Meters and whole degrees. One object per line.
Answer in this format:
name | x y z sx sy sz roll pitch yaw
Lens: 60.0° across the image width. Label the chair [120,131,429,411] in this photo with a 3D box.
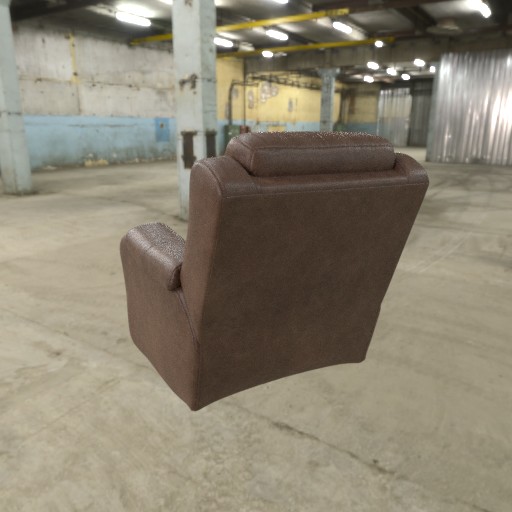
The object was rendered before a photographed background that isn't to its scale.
chair | 0.000 0.000 1.836 0.940 0.990 1.067 -8 17 -27
